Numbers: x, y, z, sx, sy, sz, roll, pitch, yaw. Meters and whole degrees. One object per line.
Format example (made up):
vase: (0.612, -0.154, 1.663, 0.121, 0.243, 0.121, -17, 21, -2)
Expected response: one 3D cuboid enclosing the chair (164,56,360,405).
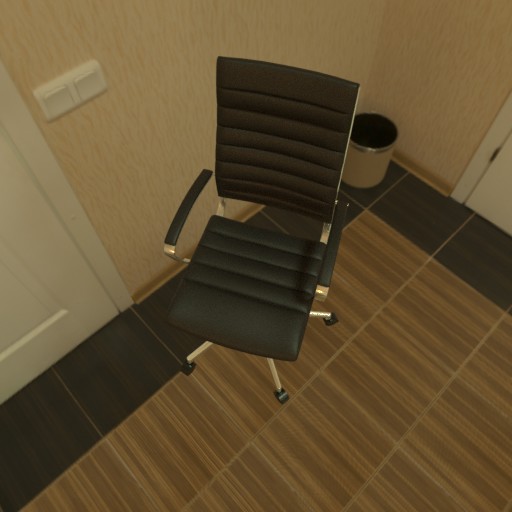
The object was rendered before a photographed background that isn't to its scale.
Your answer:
chair: (0.000, 0.000, 1.647, 0.766, 1.149, 0.739, 15, 60, 9)
